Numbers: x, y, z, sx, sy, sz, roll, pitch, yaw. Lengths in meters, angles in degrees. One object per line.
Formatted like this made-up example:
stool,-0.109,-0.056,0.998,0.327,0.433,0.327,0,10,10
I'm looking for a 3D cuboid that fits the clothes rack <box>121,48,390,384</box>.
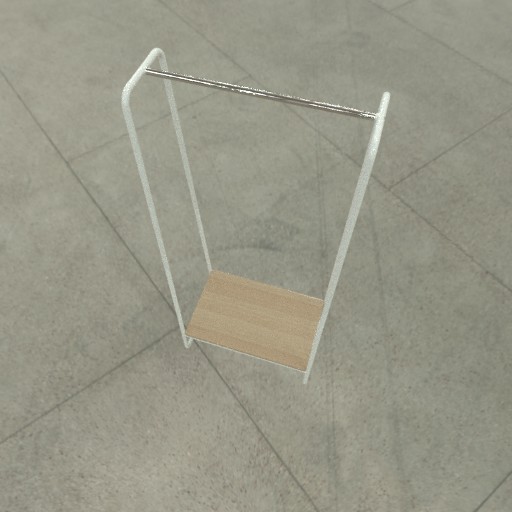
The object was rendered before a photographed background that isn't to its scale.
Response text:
clothes rack,0.000,0.000,1.718,0.640,1.500,0.400,15,58,9
